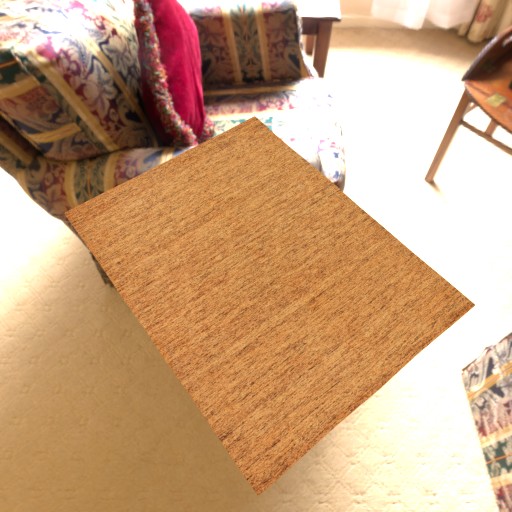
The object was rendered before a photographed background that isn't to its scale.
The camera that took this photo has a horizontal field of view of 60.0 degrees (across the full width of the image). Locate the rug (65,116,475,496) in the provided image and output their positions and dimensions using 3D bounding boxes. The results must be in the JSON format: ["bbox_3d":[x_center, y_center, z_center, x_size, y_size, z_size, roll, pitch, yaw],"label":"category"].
[{"bbox_3d":[0.000,0.000,4.205,2.438,0.012,3.200,-33,62,-20],"label":"rug"}]
